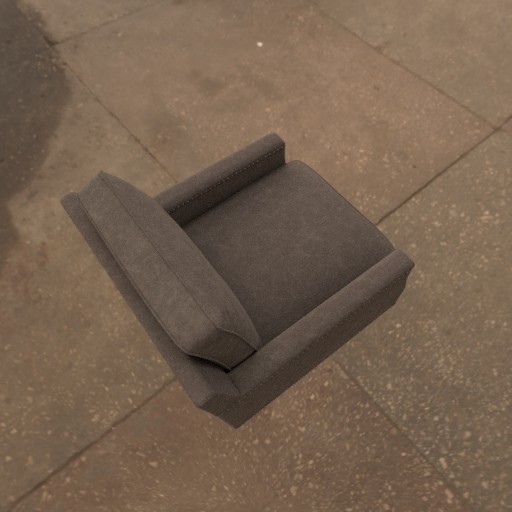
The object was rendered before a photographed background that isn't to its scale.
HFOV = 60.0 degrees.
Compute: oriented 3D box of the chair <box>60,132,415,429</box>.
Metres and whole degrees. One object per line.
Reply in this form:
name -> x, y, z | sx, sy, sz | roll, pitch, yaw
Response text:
chair -> 0.000, 0.000, 1.737 | 1.014, 0.948, 0.853 | -33, 65, -18
